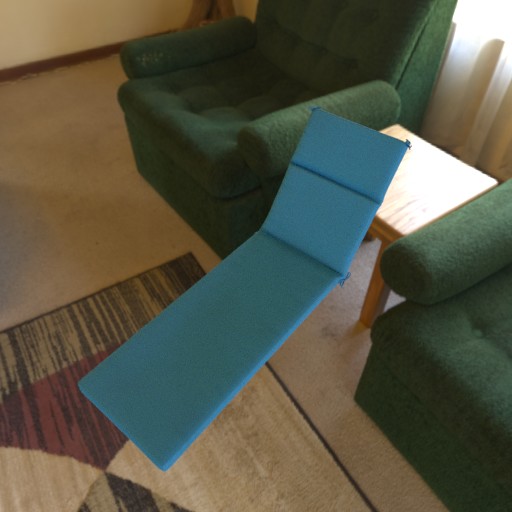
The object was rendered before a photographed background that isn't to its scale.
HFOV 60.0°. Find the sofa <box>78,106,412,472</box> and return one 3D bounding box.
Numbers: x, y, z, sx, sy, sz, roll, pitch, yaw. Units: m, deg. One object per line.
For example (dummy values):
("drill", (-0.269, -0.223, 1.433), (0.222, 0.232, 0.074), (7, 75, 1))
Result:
("sofa", (0.000, 0.000, 1.934), (0.582, 0.622, 1.663), (31, 54, 26))
